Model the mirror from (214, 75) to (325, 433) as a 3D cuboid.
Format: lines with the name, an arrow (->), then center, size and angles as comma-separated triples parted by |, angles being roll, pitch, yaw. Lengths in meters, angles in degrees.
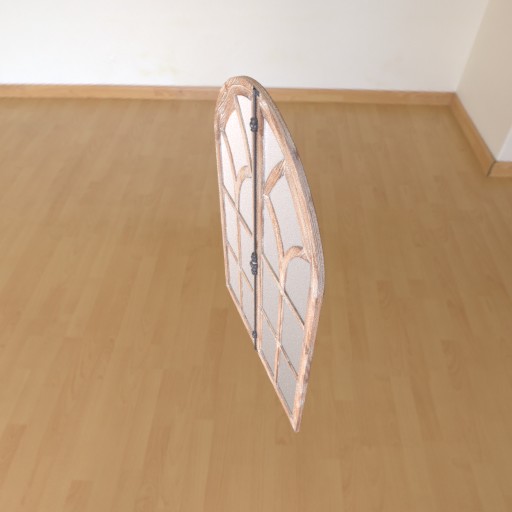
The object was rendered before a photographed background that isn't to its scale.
mirror -> 0.000, 0.000, 1.165 | 0.032, 0.915, 0.609 | -16, 49, -15
